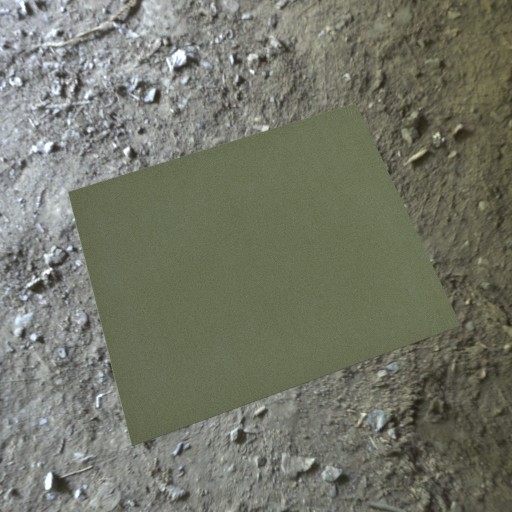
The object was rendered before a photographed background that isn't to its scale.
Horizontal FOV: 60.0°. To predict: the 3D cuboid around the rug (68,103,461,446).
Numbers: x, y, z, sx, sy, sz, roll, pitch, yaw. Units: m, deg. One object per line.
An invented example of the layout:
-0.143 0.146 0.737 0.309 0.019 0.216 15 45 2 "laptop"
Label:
0.000 0.000 3.521 2.584 0.011 2.073 -19 75 -5 "rug"
